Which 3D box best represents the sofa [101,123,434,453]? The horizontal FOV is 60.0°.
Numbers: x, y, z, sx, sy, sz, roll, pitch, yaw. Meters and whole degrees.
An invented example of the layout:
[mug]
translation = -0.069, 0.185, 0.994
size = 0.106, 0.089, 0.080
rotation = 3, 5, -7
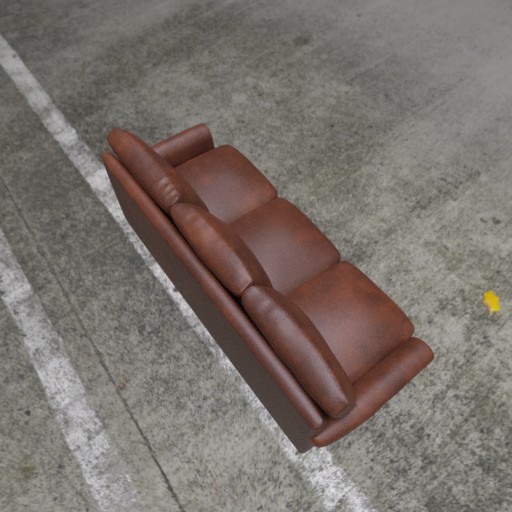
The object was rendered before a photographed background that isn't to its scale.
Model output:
[sofa]
translation = 0.000, 0.000, 2.883
size = 0.973, 0.977, 2.351
rotation = -32, 63, -19
